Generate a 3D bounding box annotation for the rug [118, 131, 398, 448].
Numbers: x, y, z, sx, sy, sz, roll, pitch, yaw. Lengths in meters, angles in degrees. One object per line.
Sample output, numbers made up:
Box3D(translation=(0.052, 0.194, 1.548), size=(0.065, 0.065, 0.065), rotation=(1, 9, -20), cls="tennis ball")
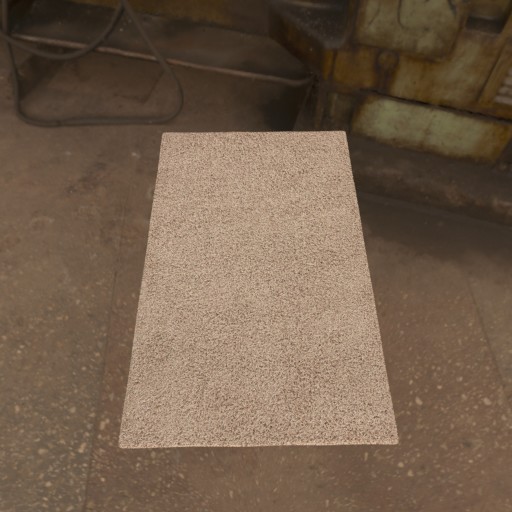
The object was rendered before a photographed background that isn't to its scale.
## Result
Box3D(translation=(0.000, 0.000, 3.052), size=(1.524, 0.030, 2.438), rotation=(-1, 58, 0), cls="rug")
